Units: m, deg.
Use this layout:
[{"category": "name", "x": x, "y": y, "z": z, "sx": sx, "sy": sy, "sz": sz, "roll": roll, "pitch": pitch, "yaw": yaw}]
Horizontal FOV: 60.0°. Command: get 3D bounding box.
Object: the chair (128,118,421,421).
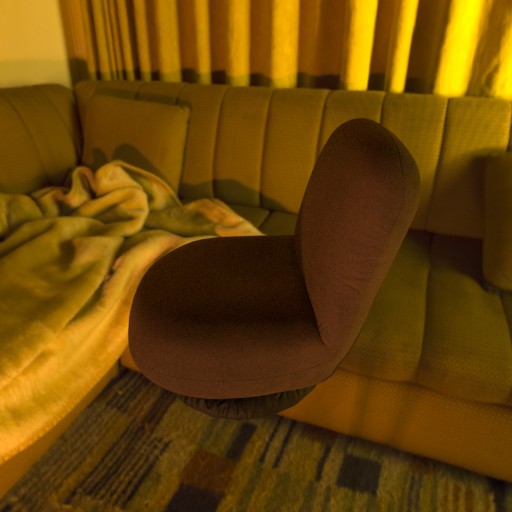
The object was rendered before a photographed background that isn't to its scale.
[{"category": "chair", "x": 0.000, "y": 0.000, "z": 1.019, "sx": 0.597, "sy": 0.594, "sz": 0.521, "roll": 0, "pitch": 27, "yaw": 0}]
